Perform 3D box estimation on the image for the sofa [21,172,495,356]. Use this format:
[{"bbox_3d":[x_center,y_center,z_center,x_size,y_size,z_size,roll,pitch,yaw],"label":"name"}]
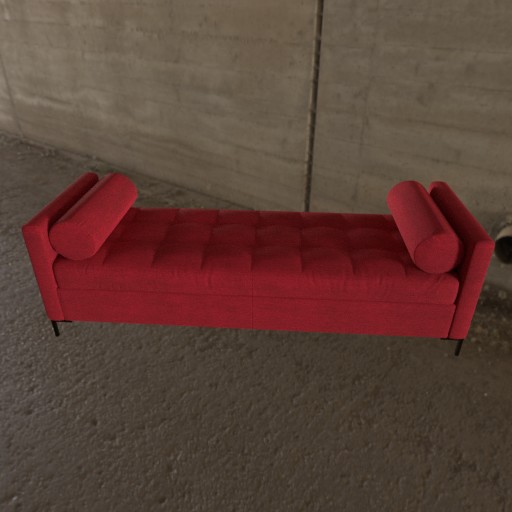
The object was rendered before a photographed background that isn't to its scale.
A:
[{"bbox_3d":[0.000,0.000,2.276,1.981,0.635,0.686,2,31,3],"label":"sofa"}]
